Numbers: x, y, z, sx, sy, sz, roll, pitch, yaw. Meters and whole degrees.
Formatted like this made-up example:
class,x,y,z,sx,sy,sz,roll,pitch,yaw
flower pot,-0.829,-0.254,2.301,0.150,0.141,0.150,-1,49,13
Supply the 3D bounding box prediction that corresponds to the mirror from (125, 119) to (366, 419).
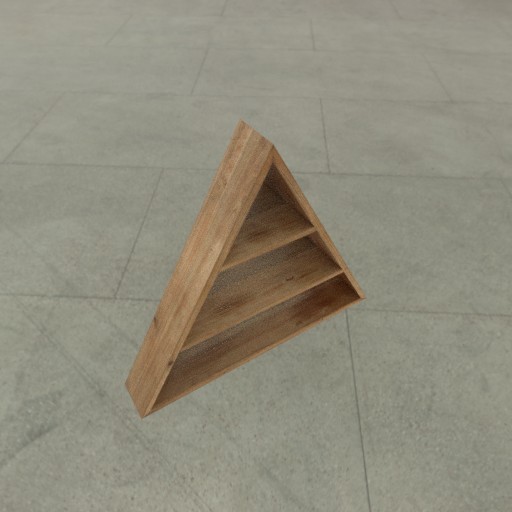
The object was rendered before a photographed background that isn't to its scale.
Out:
class,x,y,z,sx,sy,sz,roll,pitch,yaw
mirror,0.000,0.000,0.893,0.631,0.548,0.100,-23,48,-23
